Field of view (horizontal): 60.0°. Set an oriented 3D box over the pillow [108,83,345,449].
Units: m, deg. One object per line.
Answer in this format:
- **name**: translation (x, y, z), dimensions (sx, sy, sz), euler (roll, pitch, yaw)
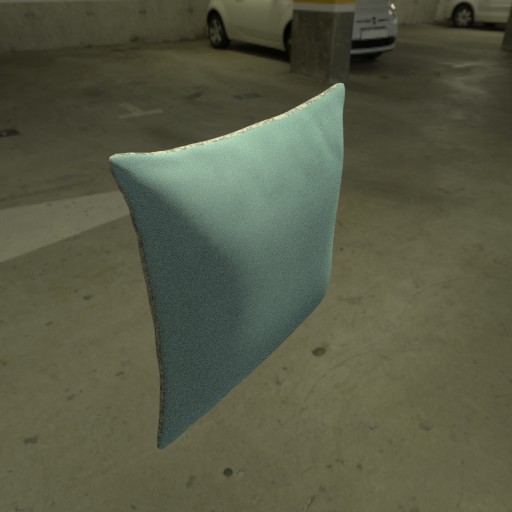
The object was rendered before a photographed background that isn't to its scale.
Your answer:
- **pillow**: translation (0.000, 0.000, 0.781), dimensions (0.166, 0.507, 0.526), euler (22, 38, 31)
